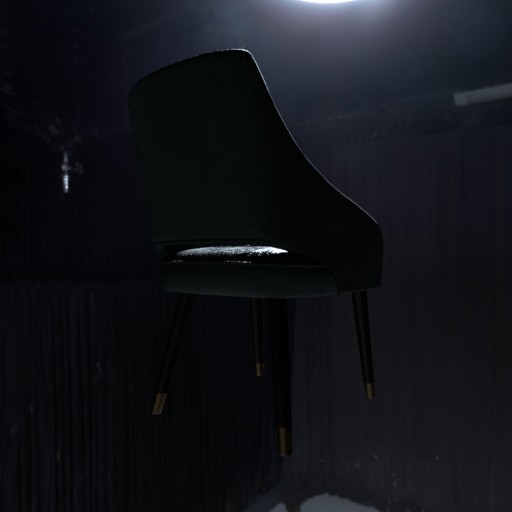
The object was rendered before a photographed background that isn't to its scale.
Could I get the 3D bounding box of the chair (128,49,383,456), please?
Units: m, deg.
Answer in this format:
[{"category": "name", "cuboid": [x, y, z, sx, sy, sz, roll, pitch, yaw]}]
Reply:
[{"category": "chair", "cuboid": [0.000, 0.000, 1.548, 0.683, 1.081, 0.794, 0, 0, 37]}]
